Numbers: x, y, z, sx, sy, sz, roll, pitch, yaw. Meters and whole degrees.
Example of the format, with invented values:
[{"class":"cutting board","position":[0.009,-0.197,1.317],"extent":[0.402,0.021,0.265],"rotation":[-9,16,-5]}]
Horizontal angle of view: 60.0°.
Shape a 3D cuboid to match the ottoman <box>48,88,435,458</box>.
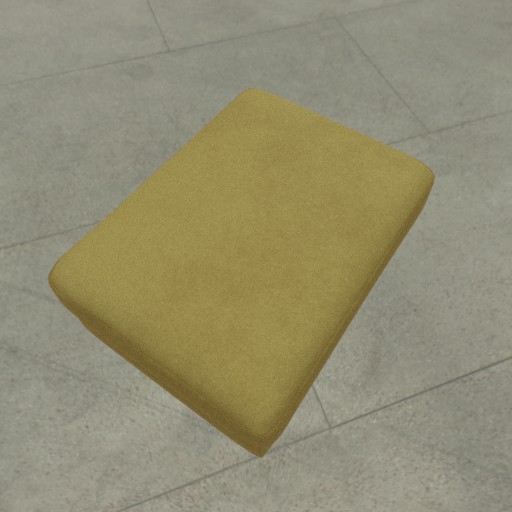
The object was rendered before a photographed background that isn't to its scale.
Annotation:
[{"class":"ottoman","position":[0.000,0.000,1.169],"extent":[0.608,0.449,0.811],"rotation":[30,63,18]}]
